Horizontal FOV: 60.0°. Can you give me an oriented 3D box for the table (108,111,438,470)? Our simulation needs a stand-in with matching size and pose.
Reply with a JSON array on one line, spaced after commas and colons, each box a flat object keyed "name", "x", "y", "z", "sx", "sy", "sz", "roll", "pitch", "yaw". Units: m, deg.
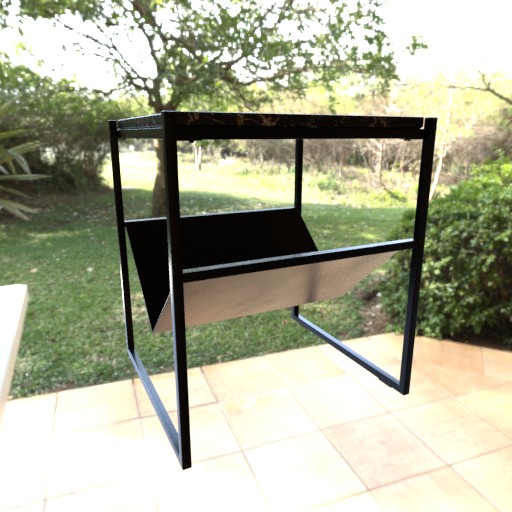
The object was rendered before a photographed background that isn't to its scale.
[{"name": "table", "x": 0.000, "y": 0.000, "z": 0.901, "sx": 0.469, "sy": 0.534, "sz": 0.432, "roll": -8, "pitch": 17, "yaw": -26}]
